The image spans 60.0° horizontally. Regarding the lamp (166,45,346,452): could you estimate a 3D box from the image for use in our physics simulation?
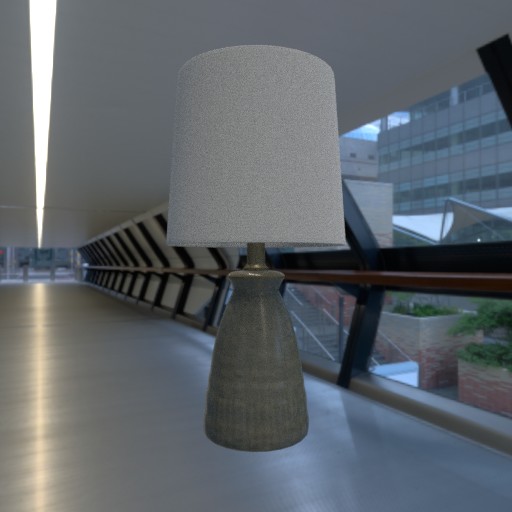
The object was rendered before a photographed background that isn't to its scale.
[{"bbox_3d":[0.000,0.000,0.470,0.186,0.369,0.186,0,0,0],"label":"lamp"}]
